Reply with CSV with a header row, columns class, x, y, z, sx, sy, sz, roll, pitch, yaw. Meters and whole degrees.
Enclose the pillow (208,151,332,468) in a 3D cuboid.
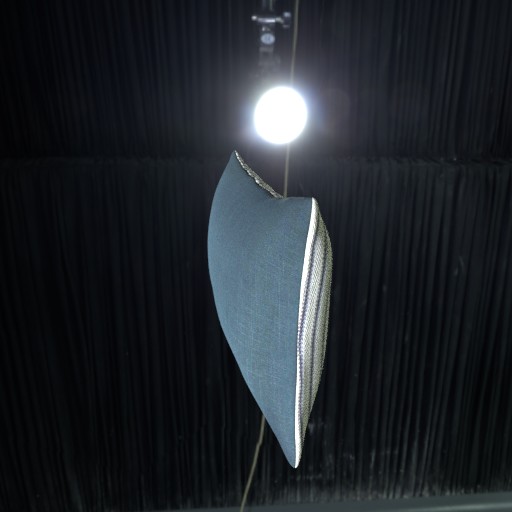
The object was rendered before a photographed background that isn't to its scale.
class,x,y,z,sx,sy,sz,roll,pitch,yaw
pillow,0.000,0.000,0.723,0.151,0.305,0.609,-3,16,-9
